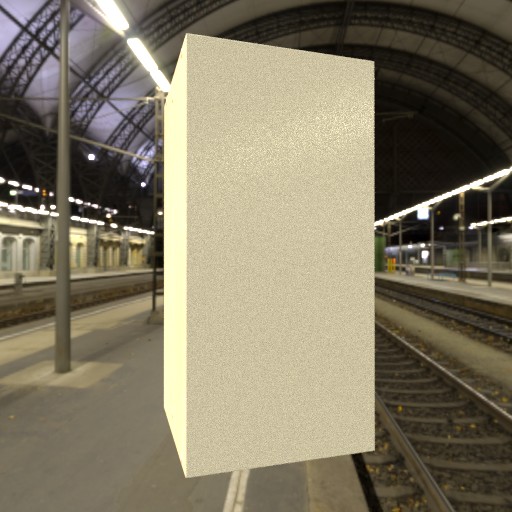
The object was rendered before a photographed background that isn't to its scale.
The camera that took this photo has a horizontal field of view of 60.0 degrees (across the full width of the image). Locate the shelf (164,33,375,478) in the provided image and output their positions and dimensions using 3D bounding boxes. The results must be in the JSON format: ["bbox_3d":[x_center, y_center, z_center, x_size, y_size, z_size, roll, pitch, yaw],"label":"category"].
[{"bbox_3d":[0.000,0.000,0.776,0.290,0.594,0.297,0,0,-17],"label":"shelf"}]
